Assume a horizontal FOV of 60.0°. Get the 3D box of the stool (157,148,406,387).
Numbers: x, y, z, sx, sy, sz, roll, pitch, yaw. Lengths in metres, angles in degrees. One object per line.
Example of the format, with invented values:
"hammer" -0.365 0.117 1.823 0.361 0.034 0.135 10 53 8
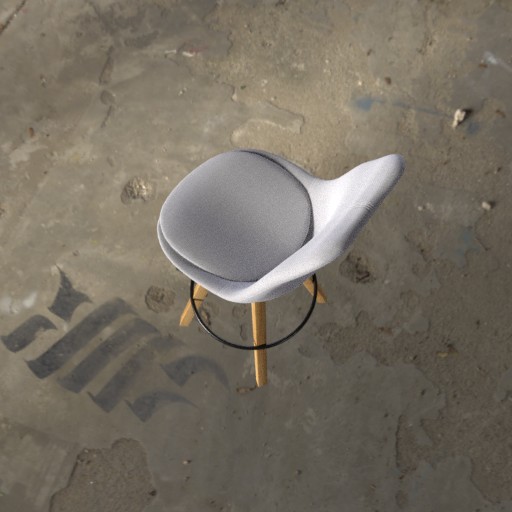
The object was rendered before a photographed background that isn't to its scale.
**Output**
"stool" 0.000 0.000 1.375 0.550 1.115 0.484 34 70 15
